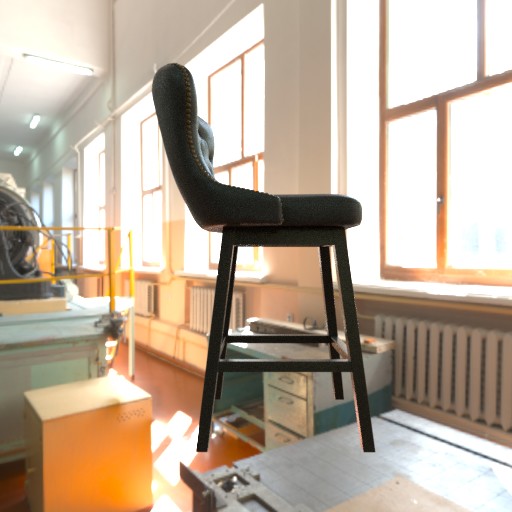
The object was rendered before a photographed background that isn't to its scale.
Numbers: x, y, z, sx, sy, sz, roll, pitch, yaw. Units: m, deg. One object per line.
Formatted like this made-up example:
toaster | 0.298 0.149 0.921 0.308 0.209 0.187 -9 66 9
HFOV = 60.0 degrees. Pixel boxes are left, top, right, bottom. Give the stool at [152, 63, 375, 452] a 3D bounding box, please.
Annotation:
stool | 0.000 0.000 1.309 0.593 0.971 0.528 0 0 0
